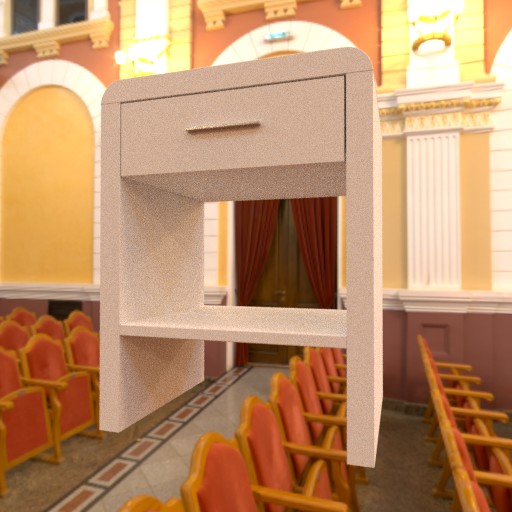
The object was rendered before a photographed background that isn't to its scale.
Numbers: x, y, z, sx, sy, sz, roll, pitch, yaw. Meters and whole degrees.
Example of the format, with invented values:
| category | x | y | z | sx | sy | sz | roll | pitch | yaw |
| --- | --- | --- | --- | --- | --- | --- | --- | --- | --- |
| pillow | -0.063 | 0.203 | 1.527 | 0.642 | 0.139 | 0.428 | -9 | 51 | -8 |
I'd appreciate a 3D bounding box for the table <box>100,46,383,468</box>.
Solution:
| category | x | y | z | sx | sy | sz | roll | pitch | yaw |
| --- | --- | --- | --- | --- | --- | --- | --- | --- | --- |
| table | 0.000 | 0.000 | 0.840 | 0.450 | 0.590 | 0.350 | 0 | -1 | 18 |
